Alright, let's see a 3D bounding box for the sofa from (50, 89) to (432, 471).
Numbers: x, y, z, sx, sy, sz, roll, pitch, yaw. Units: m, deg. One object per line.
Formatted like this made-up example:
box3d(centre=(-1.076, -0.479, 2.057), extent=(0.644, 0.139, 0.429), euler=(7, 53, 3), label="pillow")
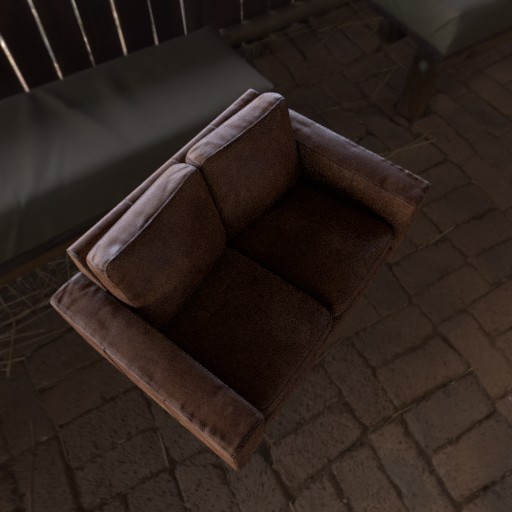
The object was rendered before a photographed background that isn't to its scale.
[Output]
box3d(centre=(0.000, 0.000, 2.226), extent=(1.041, 0.889, 1.626), euler=(34, 65, 18), label="sofa")
